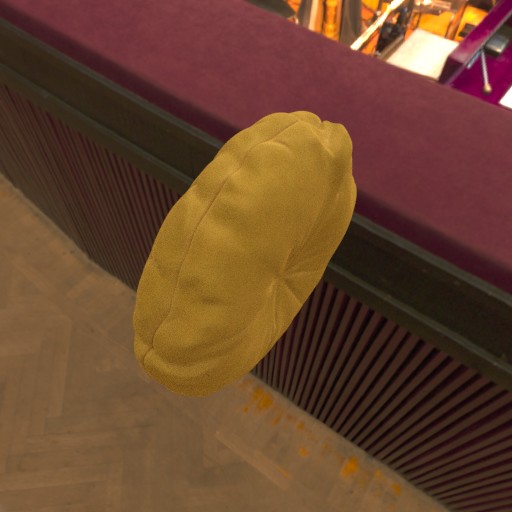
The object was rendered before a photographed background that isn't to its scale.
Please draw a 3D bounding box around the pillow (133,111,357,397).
[{"bbox_3d":[0.000,0.000,0.629,0.148,0.407,0.428,32,63,19],"label":"pillow"}]
